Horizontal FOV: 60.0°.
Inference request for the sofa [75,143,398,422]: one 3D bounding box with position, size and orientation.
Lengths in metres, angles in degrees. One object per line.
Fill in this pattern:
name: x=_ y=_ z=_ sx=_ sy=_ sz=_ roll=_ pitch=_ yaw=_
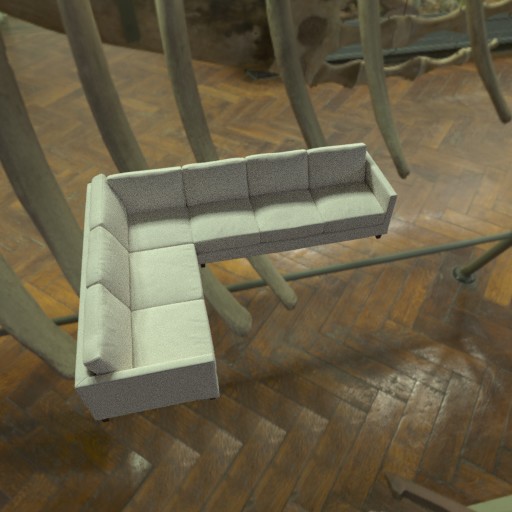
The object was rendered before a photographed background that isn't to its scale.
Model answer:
sofa: x=0.000 y=0.000 z=4.352 sx=3.182 sy=0.863 sz=2.432 roll=-9 pitch=48 yaw=-9
